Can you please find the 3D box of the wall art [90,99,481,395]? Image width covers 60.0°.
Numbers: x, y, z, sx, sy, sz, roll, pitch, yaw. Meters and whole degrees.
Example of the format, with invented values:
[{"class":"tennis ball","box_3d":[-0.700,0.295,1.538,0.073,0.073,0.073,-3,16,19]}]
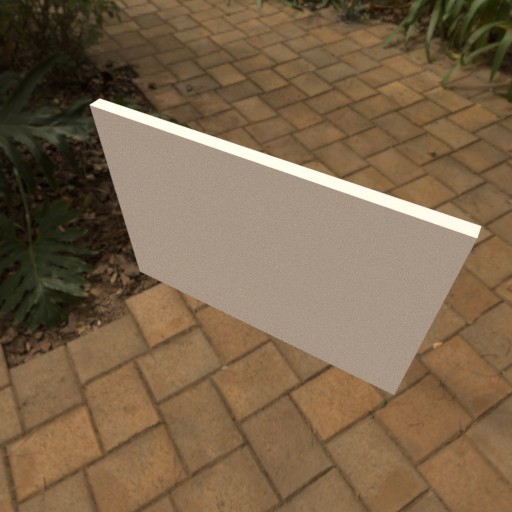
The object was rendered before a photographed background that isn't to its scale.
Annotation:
[{"class":"wall art","box_3d":[0.000,0.000,1.678,1.308,0.902,0.051,23,52,19]}]
